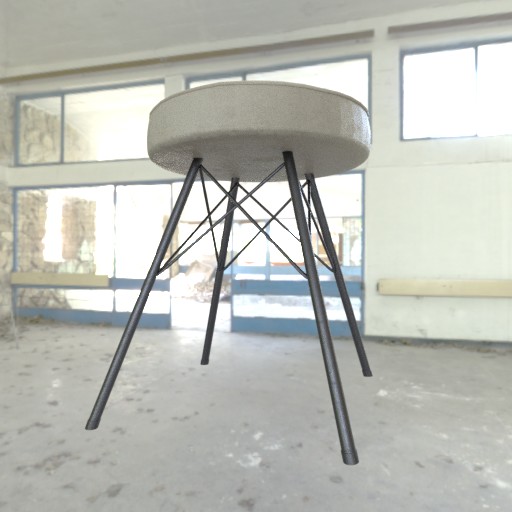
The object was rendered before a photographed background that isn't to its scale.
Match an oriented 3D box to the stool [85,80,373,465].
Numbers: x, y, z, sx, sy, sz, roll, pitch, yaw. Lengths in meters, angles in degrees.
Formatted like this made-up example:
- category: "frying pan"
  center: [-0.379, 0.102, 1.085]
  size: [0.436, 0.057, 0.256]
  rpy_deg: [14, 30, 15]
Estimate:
- category: "stool"
  center: [0.000, 0.000, 0.842]
  size: [0.423, 0.538, 0.457]
  rpy_deg: [0, 0, 17]
